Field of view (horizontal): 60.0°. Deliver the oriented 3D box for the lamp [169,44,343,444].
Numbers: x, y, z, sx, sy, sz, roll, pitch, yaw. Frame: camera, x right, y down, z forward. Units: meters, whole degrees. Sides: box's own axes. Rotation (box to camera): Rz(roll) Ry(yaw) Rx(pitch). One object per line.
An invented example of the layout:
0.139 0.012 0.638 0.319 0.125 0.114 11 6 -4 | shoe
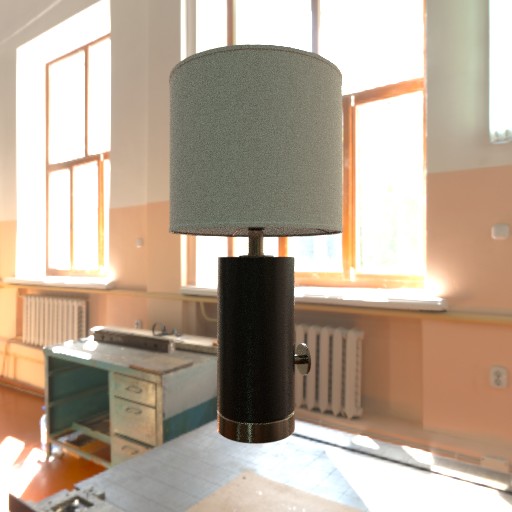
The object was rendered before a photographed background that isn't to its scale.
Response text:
0.000 0.000 0.623 0.240 0.482 0.241 0 0 -19 | lamp
